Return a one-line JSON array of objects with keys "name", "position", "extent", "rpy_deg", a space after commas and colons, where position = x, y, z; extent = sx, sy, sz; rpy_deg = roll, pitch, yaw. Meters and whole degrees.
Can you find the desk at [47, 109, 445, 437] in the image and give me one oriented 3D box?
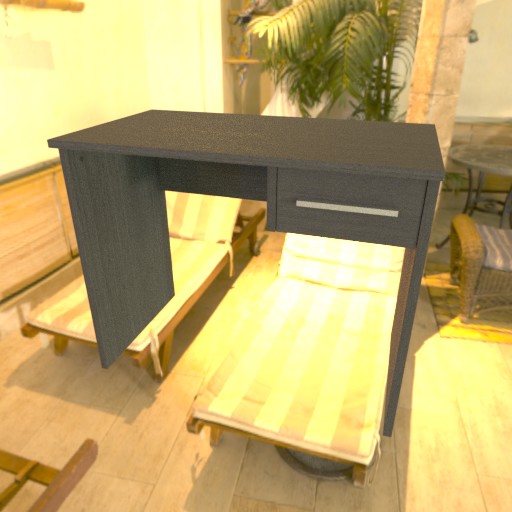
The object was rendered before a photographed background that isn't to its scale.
[{"name": "desk", "position": [0.000, 0.000, 1.313], "extent": [0.893, 0.724, 0.498], "rpy_deg": [8, 28, 16]}]
